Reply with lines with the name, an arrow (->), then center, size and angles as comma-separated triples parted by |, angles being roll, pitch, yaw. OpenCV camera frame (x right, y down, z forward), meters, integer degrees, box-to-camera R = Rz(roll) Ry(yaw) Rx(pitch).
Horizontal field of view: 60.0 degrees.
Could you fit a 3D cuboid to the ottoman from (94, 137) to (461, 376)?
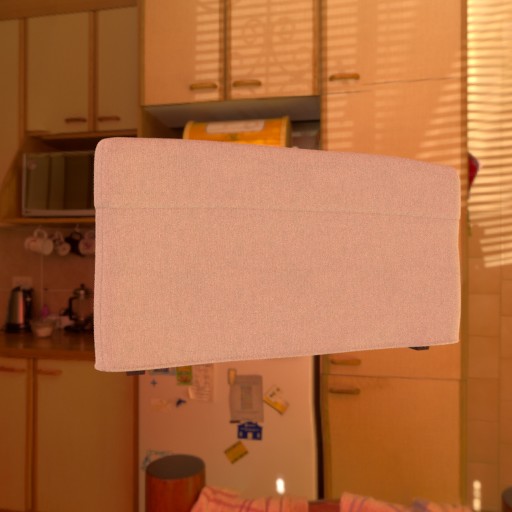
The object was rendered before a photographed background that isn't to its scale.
ottoman -> 0.000, 0.000, 1.221 | 0.833, 0.461, 0.648 | 0, 0, -20
